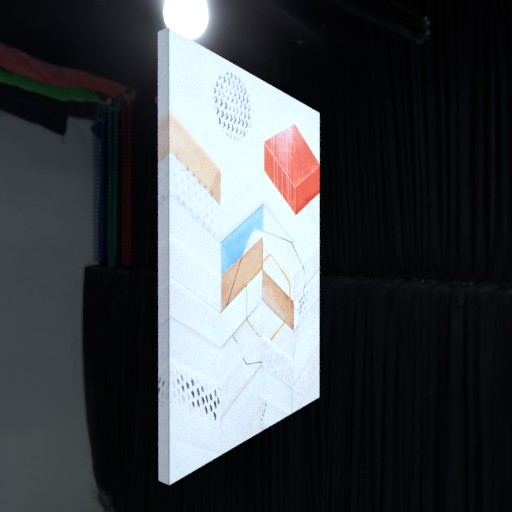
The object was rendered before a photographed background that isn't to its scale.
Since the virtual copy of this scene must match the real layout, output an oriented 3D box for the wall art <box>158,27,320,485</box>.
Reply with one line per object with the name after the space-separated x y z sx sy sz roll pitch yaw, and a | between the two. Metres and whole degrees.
0.000 0.000 1.080 0.036 0.848 0.613 0 0 35 | wall art
